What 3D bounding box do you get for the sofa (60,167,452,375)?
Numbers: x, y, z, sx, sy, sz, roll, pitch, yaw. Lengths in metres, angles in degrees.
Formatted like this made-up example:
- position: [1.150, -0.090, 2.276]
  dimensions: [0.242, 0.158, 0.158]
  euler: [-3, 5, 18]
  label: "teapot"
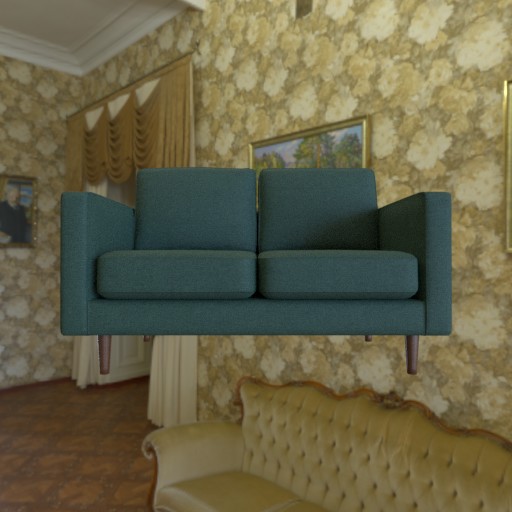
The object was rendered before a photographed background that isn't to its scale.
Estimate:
- position: [0.000, 0.000, 2.011]
  dimensions: [1.430, 0.899, 0.879]
  euler: [0, 0, 0]
  label: "sofa"
